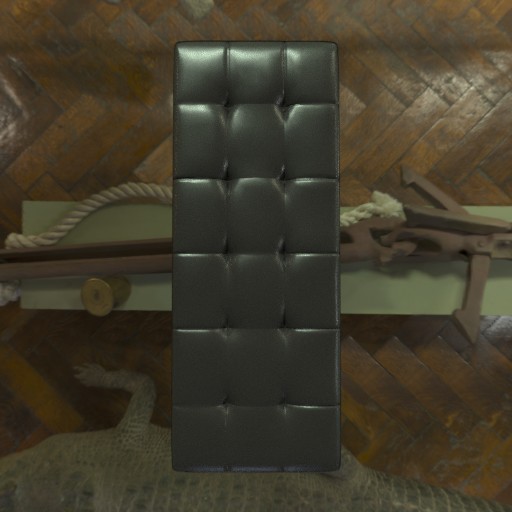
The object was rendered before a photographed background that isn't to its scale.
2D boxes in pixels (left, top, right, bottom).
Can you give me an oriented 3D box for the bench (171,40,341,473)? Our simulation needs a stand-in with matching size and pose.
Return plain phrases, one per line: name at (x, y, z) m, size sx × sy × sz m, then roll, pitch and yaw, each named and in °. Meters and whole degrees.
bench at (0.000, 0.000, 1.332) m, size 0.432 × 0.460 × 1.105 m, roll 0°, pitch 88°, yaw 0°
